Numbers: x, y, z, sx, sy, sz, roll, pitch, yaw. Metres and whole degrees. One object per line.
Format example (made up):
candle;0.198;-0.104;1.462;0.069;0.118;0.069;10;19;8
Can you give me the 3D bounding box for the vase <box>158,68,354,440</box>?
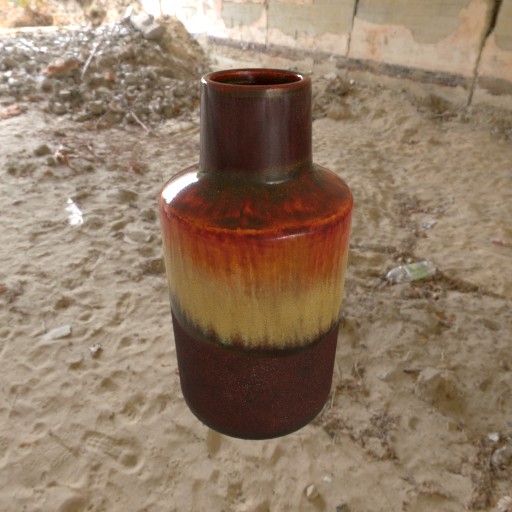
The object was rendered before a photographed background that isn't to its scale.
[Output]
vase;0.000;0.000;0.267;0.108;0.204;0.108;0;31;0
